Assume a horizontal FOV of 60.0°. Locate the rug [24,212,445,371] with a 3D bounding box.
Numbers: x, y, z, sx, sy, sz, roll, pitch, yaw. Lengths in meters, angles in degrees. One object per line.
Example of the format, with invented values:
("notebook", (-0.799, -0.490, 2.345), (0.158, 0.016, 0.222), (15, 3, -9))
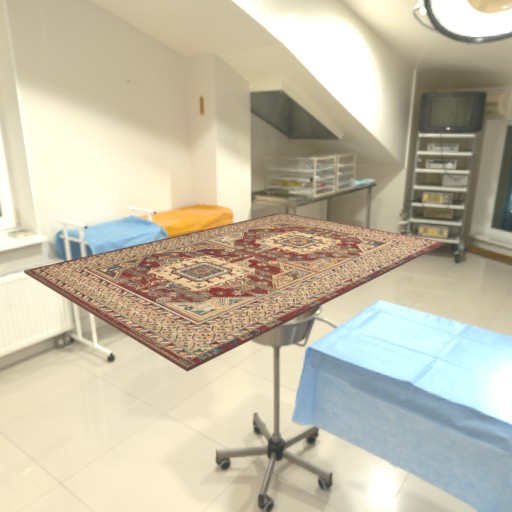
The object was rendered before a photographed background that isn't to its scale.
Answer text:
("rug", (0.000, 0.000, 5.692), (3.033, 0.033, 4.578), (16, 23, 41))
